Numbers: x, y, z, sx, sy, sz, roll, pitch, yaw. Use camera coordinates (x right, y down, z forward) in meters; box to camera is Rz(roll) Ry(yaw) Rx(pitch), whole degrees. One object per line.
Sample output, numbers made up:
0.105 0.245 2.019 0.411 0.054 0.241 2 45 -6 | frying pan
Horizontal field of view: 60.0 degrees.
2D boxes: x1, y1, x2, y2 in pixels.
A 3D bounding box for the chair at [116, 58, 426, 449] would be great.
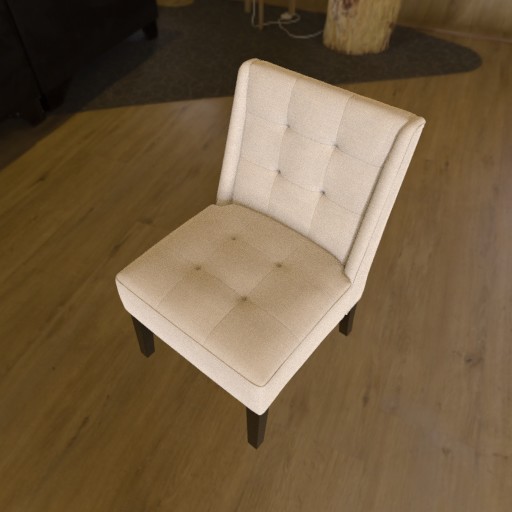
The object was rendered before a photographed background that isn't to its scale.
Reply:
0.000 0.000 1.341 0.569 0.853 0.676 31 55 25 | chair
